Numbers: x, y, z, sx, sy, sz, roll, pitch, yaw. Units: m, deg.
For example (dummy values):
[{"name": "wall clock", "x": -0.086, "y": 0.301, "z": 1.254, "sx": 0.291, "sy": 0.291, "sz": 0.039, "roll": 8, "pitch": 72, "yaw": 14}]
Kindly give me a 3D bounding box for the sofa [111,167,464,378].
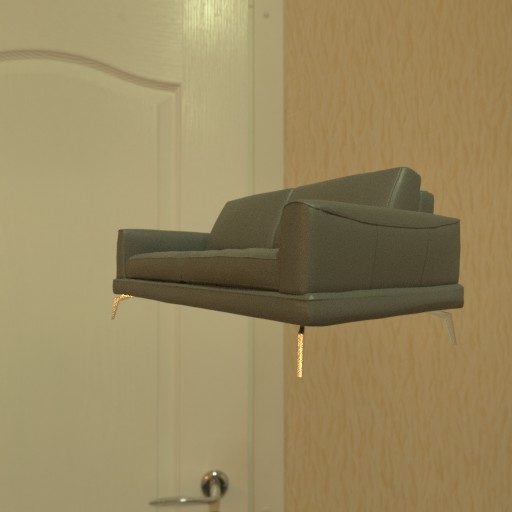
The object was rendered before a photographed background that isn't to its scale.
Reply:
[{"name": "sofa", "x": 0.000, "y": 0.000, "z": 2.762, "sx": 1.121, "sy": 0.930, "sz": 2.177, "roll": 0, "pitch": -1, "yaw": -36}]
